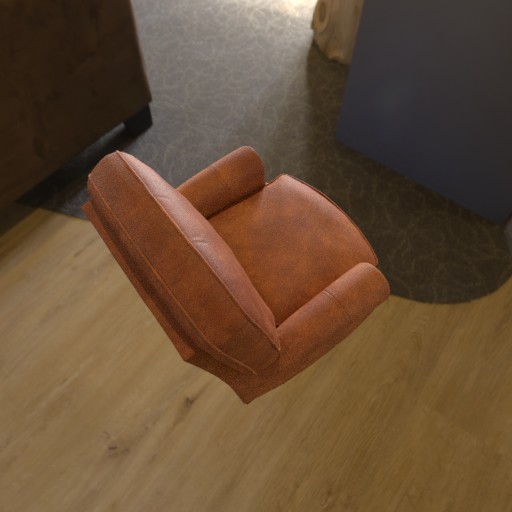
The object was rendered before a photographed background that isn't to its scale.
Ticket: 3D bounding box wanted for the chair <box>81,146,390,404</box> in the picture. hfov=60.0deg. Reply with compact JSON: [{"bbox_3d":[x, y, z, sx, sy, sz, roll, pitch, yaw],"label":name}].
[{"bbox_3d":[0.000,0.000,1.802,0.986,1.018,0.936,-32,63,-19],"label":"chair"}]
